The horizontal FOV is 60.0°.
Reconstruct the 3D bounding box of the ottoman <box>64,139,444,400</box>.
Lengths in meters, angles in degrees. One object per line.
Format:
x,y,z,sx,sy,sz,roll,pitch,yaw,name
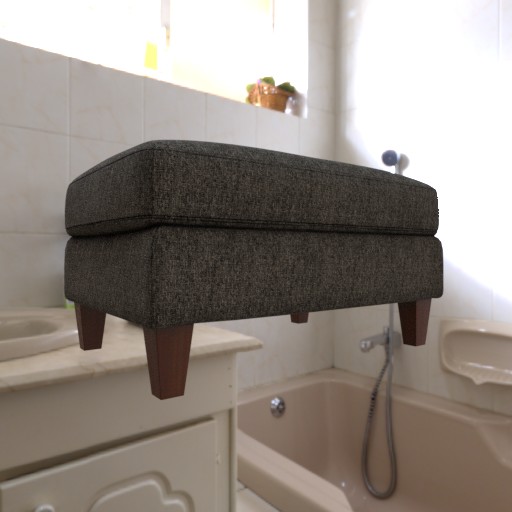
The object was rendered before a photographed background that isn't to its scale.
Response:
0.000,0.000,1.181,0.864,0.483,0.584,0,1,-36,ottoman
